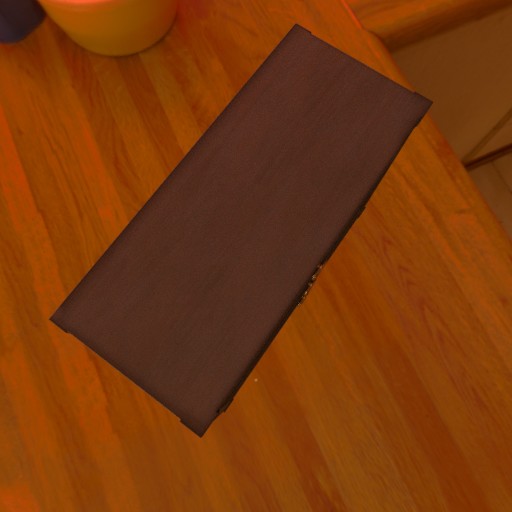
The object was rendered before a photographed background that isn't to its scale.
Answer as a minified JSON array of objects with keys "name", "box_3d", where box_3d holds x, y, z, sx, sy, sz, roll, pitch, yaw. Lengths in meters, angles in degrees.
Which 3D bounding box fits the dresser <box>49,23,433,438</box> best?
[{"name":"dresser","box_3d":[0.000,0.000,1.604,0.463,0.986,1.049,34,77,9]}]
